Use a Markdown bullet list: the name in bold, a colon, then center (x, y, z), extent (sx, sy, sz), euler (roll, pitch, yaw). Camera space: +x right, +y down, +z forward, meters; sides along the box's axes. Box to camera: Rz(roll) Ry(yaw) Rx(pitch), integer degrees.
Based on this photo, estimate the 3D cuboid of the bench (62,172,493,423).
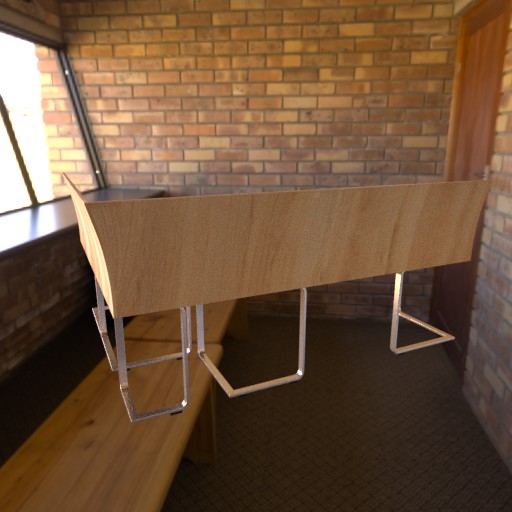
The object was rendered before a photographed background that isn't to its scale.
- **bench**: center (0.000, 0.000, 2.606), extent (1.945, 0.930, 1.495), euler (-7, 16, -25)
